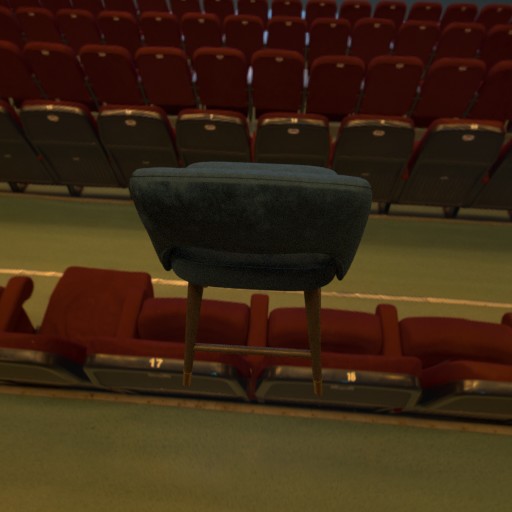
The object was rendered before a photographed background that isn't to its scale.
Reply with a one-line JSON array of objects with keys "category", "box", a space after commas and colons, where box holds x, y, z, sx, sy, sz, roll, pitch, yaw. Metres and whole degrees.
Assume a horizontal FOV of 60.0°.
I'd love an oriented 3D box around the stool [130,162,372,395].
[{"category": "stool", "box": [0.000, 0.000, 1.262, 0.536, 0.925, 0.524, 3, 47, 3]}]
